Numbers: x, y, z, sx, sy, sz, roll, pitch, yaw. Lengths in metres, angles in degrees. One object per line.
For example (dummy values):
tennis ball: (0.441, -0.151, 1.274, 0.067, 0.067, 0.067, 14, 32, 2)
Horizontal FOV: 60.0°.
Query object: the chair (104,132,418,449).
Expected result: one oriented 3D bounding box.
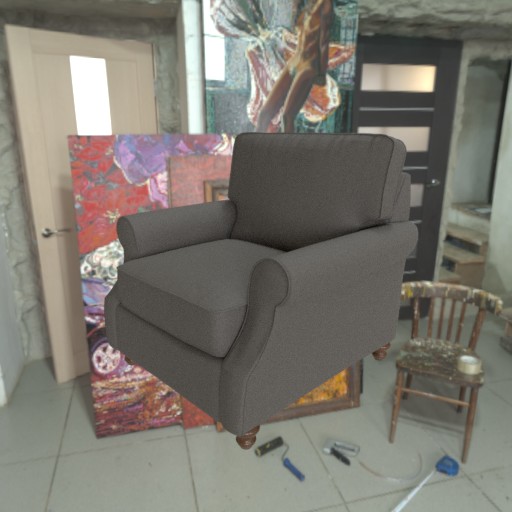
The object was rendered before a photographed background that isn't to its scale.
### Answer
chair: (0.000, 0.000, 1.810, 0.966, 0.967, 1.029, -15, 22, -42)
